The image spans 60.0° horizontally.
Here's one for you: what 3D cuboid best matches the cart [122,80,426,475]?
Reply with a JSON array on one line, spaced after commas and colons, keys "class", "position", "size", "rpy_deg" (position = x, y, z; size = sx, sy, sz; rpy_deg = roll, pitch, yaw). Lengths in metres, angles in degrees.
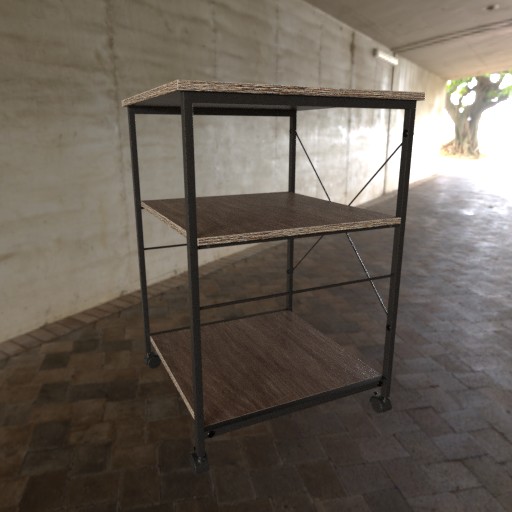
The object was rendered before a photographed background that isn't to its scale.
[{"class": "cart", "position": [0.000, 0.000, 1.125], "size": [0.520, 0.762, 0.521], "rpy_deg": [-7, 17, -25]}]
